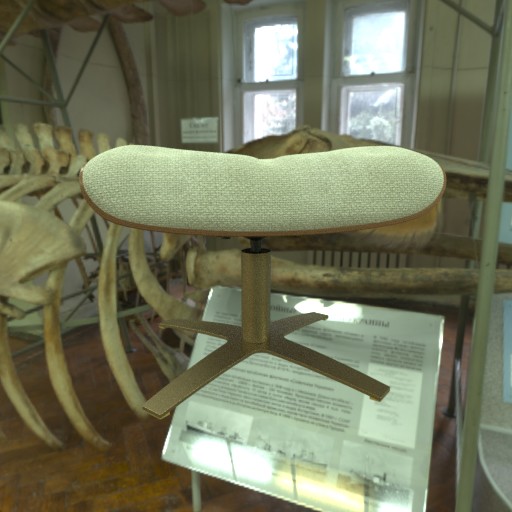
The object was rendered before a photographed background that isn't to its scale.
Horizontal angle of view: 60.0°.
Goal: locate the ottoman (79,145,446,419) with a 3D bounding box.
[{"bbox_3d":[0.000,0.000,0.815,0.520,0.391,0.394,-2,13,-8],"label":"ottoman"}]
